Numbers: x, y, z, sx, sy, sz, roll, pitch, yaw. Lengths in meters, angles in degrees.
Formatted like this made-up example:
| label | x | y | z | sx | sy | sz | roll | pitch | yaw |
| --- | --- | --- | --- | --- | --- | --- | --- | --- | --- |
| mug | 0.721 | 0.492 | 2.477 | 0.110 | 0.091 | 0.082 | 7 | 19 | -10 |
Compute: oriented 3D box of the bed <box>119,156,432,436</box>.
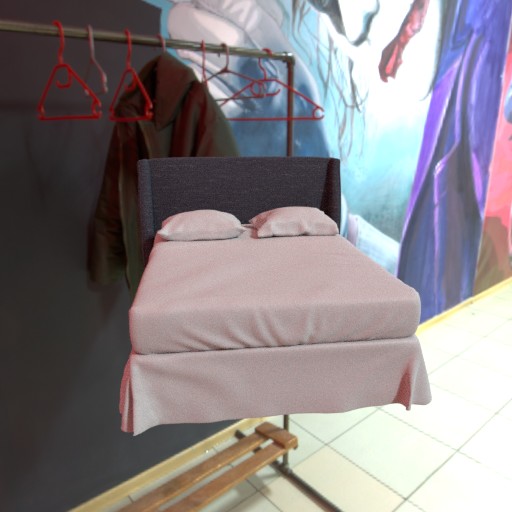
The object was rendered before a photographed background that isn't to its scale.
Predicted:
| label | x | y | z | sx | sy | sz | roll | pitch | yaw |
| --- | --- | --- | --- | --- | --- | --- | --- | --- | --- |
| bed | 0.000 | 0.000 | 3.366 | 1.925 | 1.332 | 2.276 | -2 | 17 | -7 |
